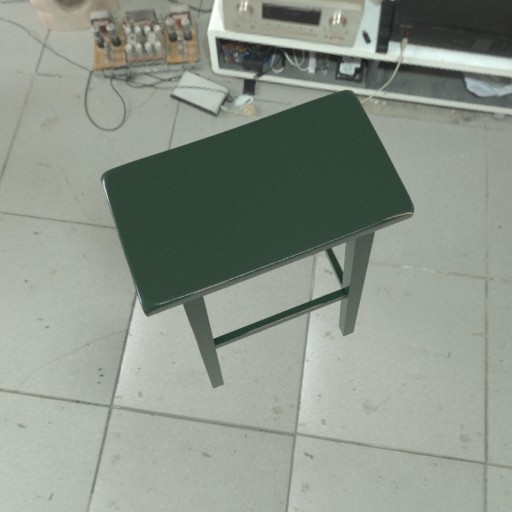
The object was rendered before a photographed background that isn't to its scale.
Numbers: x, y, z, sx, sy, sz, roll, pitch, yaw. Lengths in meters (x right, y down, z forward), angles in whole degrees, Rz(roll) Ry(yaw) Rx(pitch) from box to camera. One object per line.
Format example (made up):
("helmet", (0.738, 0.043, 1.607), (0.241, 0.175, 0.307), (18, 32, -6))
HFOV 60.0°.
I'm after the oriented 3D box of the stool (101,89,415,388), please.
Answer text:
("stool", (0.000, 0.000, 1.046), (0.457, 0.737, 0.476), (-20, 75, -6))
